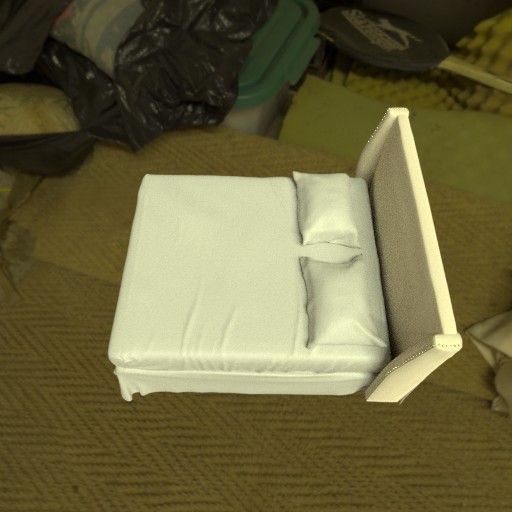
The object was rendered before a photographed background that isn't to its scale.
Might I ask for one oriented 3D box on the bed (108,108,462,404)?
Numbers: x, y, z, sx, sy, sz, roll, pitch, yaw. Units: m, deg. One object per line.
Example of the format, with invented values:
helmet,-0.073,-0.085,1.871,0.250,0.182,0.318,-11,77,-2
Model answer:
bed,0.000,0.000,3.419,2.276,1.332,1.925,1,59,1
